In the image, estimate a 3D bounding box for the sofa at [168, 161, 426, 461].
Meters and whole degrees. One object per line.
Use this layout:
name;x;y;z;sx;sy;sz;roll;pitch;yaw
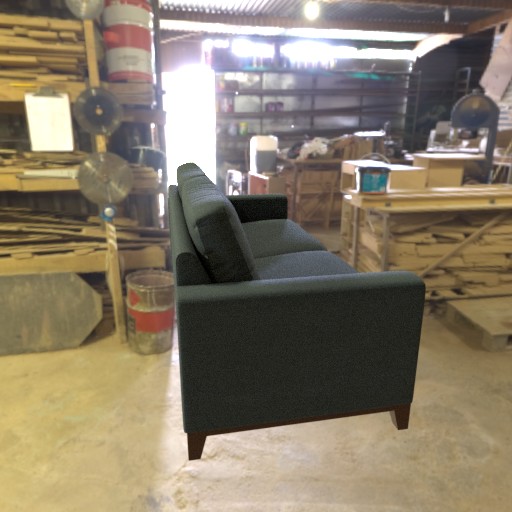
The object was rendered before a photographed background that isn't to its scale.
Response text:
sofa;0.000;0.000;2.352;0.877;0.865;1.900;-3;17;-11
